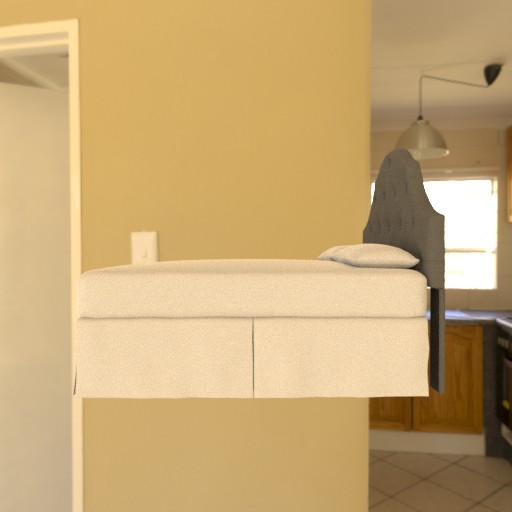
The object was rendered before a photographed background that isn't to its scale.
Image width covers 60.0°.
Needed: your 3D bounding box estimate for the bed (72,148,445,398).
[{"bbox_3d":[0.000,0.000,3.287,2.155,1.575,1.636,0,1,-1],"label":"bed"}]
